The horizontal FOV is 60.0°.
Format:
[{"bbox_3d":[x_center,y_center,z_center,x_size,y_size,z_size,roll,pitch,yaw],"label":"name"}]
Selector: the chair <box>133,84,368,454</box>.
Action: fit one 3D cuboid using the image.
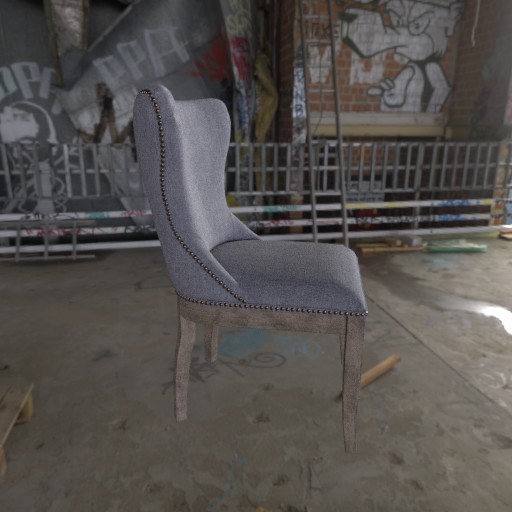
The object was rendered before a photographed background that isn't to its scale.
[{"bbox_3d":[0.000,0.000,1.441,0.681,1.002,0.654,3,16,9],"label":"chair"}]
